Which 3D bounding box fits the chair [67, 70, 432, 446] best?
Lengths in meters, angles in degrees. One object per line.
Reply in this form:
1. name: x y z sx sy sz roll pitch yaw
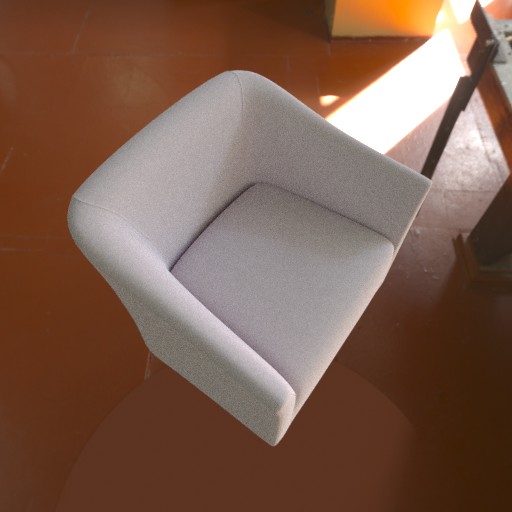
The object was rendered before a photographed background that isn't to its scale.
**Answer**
1. chair: 0.000 0.000 1.372 0.700 0.720 0.790 31 63 18
